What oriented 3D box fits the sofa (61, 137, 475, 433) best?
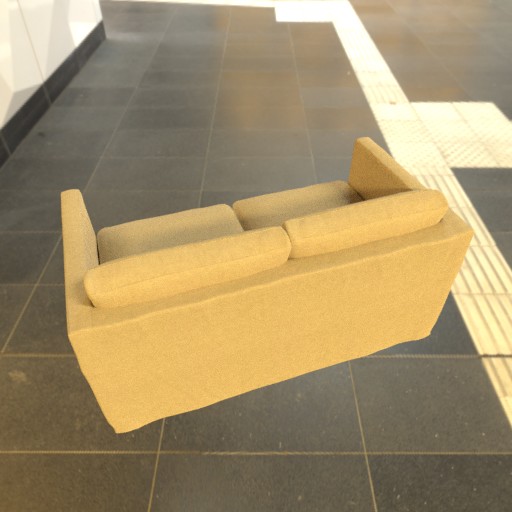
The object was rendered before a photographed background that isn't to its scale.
[{"bbox_3d":[0.000,0.000,2.222,1.719,0.835,0.962,-13,44,-14],"label":"sofa"}]
